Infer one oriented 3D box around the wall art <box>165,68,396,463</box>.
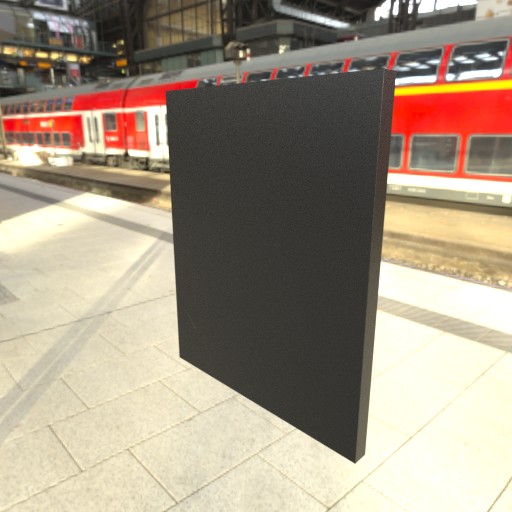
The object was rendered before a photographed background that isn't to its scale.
[{"bbox_3d":[0.000,0.000,0.761,0.028,0.557,0.457,-15,22,-42],"label":"wall art"}]
